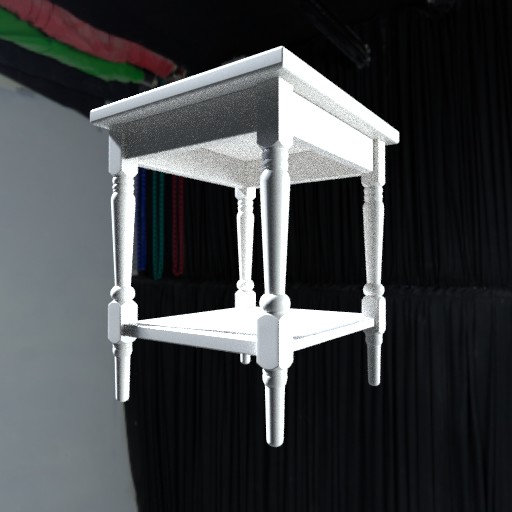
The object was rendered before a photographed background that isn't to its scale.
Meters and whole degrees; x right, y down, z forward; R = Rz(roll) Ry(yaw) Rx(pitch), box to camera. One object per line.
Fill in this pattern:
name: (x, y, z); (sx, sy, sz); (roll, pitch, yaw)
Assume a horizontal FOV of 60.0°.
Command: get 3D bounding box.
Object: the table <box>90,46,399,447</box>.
table: (0.000, 0.000, 0.923); (0.442, 0.565, 0.488); (-1, -1, 36)
